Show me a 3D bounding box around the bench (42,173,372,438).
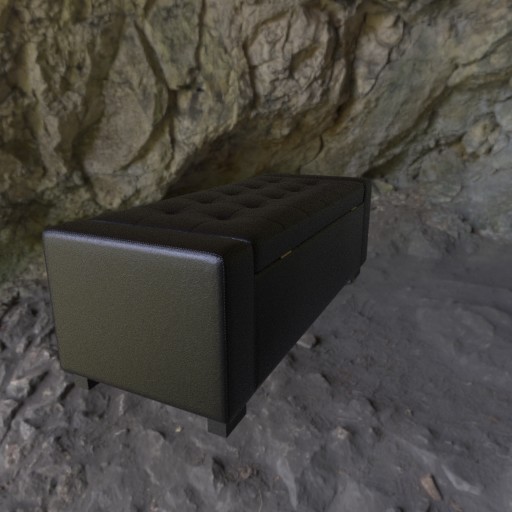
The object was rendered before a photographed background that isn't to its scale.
[{"bbox_3d":[0.000,0.000,1.546,0.508,0.445,1.296,8,19,25],"label":"bench"}]
